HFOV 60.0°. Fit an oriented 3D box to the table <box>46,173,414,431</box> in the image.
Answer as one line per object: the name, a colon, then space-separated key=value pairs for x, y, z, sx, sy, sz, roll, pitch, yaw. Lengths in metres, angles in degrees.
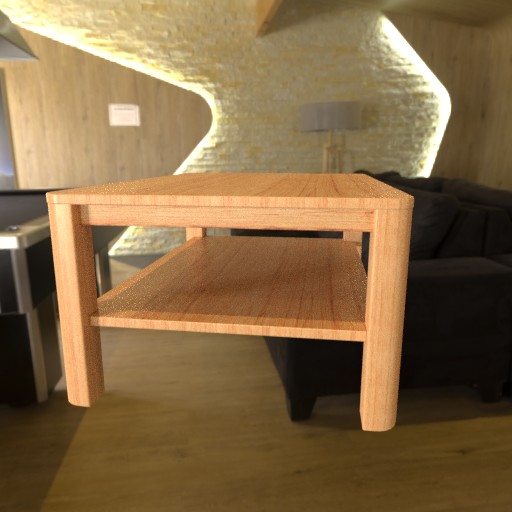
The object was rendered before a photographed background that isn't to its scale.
table: x=0.000 y=0.000 z=1.321 sx=0.696 sy=0.445 sz=0.997 roll=2 pitch=13 yaw=8
